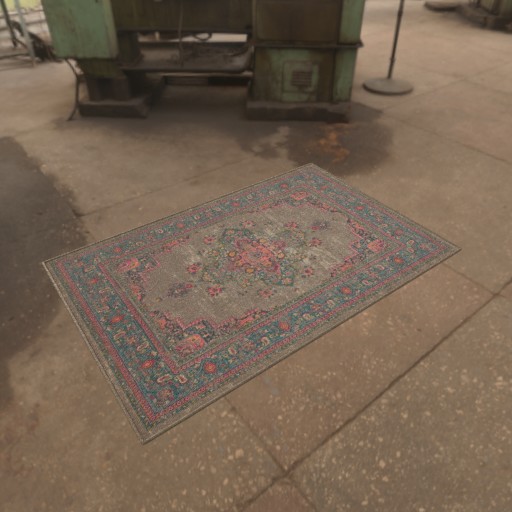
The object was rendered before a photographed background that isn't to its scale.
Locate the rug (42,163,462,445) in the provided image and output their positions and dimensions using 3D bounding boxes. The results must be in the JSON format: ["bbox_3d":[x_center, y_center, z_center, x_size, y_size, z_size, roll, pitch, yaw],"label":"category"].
[{"bbox_3d":[0.000,0.000,2.194,1.748,0.014,1.144,-25,45,-27],"label":"rug"}]
